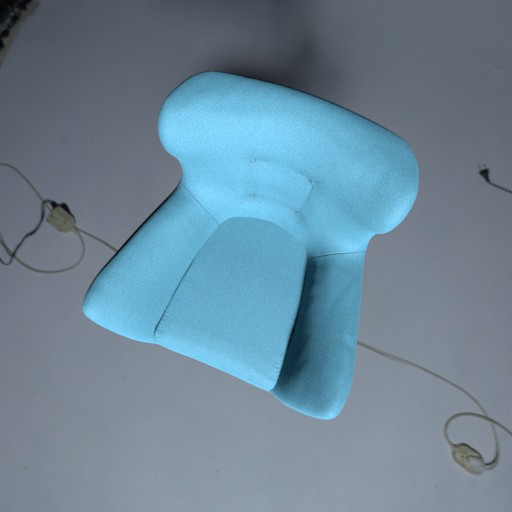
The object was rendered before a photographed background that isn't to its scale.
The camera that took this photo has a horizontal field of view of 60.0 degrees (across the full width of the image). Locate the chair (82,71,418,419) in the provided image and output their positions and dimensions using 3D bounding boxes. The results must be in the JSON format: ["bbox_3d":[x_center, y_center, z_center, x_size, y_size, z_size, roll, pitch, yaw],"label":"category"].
[{"bbox_3d":[0.000,0.000,1.627,0.890,0.889,0.889,22,76,6],"label":"chair"}]
